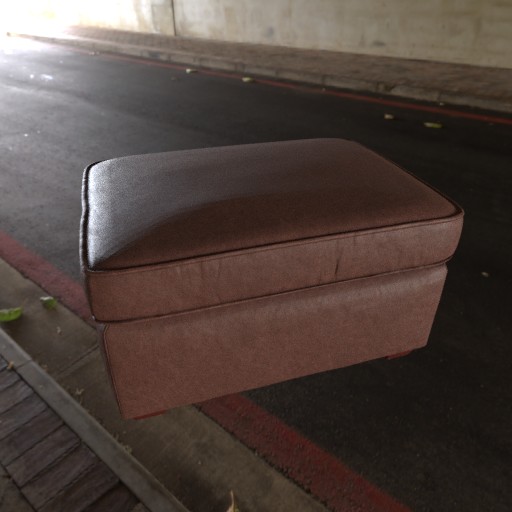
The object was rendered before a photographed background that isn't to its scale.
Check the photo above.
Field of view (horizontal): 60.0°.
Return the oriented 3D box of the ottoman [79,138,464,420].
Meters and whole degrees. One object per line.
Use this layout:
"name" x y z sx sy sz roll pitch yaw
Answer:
"ottoman" 0.000 0.000 1.081 0.749 0.449 0.548 -9 33 -15
